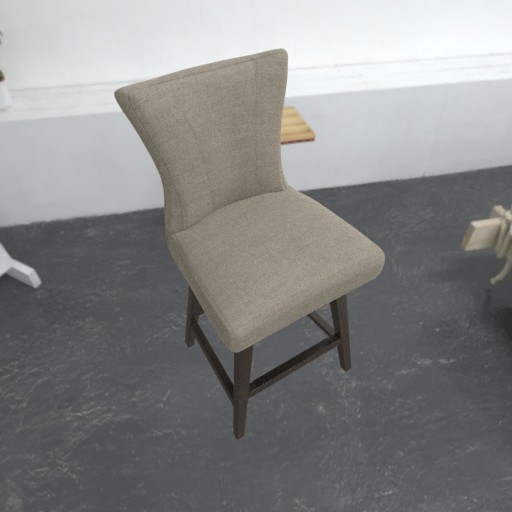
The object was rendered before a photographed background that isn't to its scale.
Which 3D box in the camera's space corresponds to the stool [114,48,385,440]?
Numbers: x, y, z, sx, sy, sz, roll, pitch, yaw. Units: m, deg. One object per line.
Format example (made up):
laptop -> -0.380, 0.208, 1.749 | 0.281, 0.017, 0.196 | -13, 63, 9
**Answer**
stool -> 0.000, 0.000, 1.364 | 0.514, 1.000, 0.574 | -24, 50, -23
